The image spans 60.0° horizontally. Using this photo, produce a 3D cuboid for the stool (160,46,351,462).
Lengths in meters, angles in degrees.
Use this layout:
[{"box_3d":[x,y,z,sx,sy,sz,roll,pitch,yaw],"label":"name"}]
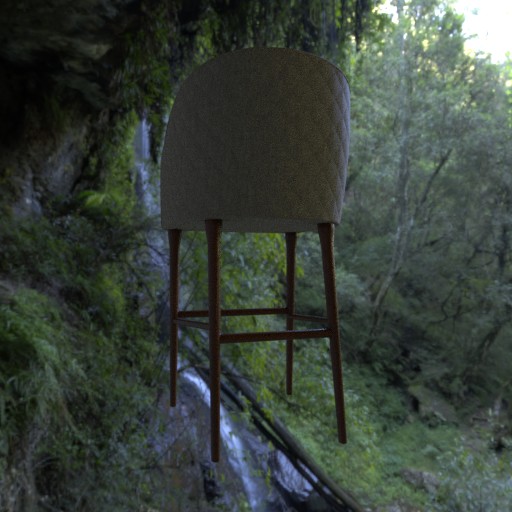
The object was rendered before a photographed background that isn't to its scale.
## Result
[{"box_3d":[0.000,0.000,1.435,0.559,1.078,0.607,0,-1,-19],"label":"stool"}]
